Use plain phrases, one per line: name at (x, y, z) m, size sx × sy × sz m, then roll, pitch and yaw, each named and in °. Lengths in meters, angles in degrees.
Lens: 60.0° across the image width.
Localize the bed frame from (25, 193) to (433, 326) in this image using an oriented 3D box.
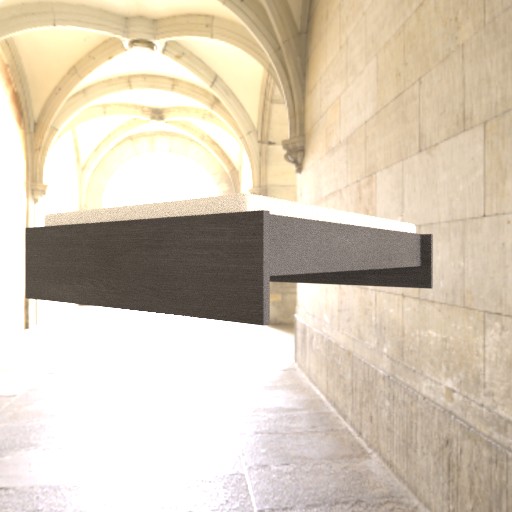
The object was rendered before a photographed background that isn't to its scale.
bed frame at (0.000, 0.000, 2.607) m, size 1.490 × 0.432 × 1.950 m, roll 0°, pitch 0°, yaw 36°
